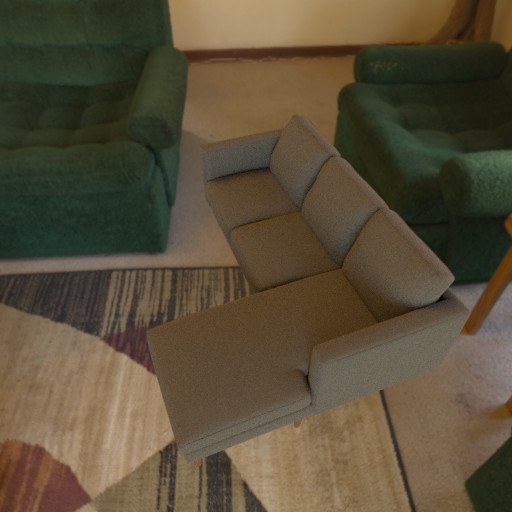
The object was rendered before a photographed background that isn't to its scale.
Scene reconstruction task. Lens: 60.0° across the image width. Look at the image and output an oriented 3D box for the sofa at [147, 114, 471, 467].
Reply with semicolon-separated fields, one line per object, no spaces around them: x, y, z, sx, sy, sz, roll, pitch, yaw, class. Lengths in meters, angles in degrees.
0.000;0.000;2.891;1.591;0.897;2.031;-16;48;-15;sofa
